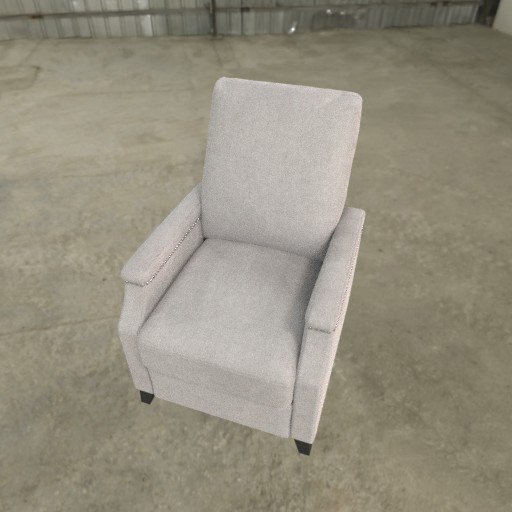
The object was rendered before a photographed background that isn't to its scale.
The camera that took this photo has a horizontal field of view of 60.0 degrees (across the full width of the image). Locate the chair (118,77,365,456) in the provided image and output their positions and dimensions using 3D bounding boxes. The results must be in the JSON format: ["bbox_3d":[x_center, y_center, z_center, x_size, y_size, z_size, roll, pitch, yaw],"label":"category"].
[{"bbox_3d":[0.000,0.000,1.653,0.710,1.049,0.922,12,41,14],"label":"chair"}]
